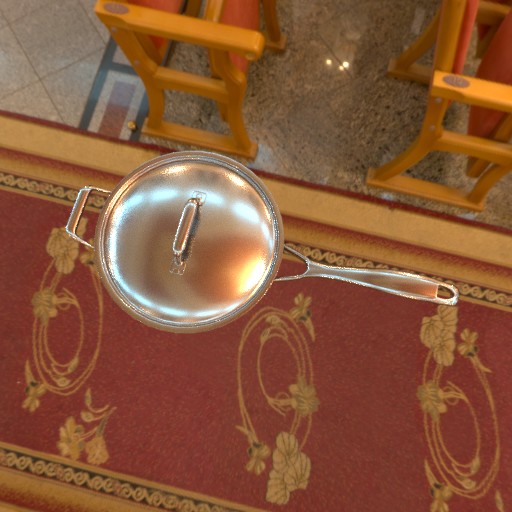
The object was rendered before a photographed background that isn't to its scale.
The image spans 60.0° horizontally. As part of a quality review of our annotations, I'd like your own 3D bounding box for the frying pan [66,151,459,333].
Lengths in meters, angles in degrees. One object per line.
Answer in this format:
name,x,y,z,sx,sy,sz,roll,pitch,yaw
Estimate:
frying pan,0.000,0.000,0.579,0.492,0.111,0.245,14,76,3
